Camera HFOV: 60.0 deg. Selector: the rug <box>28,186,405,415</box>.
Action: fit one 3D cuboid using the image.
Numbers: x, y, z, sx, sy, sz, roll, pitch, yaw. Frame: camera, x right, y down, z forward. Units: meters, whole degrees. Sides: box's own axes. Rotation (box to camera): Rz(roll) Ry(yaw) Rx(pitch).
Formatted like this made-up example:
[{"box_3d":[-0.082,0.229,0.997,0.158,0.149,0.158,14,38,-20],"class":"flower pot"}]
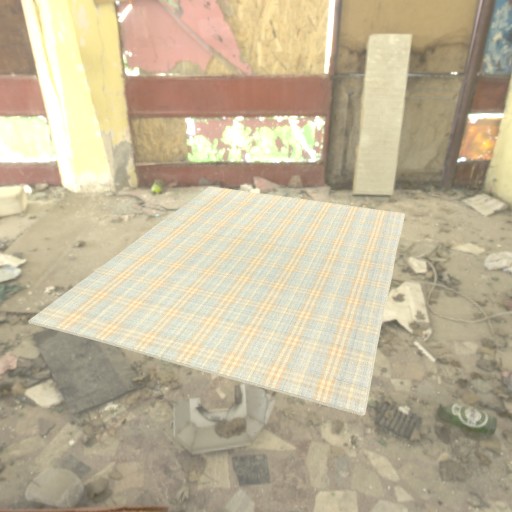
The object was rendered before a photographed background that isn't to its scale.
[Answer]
[{"box_3d":[0.000,0.000,4.141,2.462,0.030,3.066,10,31,18],"class":"rug"}]
